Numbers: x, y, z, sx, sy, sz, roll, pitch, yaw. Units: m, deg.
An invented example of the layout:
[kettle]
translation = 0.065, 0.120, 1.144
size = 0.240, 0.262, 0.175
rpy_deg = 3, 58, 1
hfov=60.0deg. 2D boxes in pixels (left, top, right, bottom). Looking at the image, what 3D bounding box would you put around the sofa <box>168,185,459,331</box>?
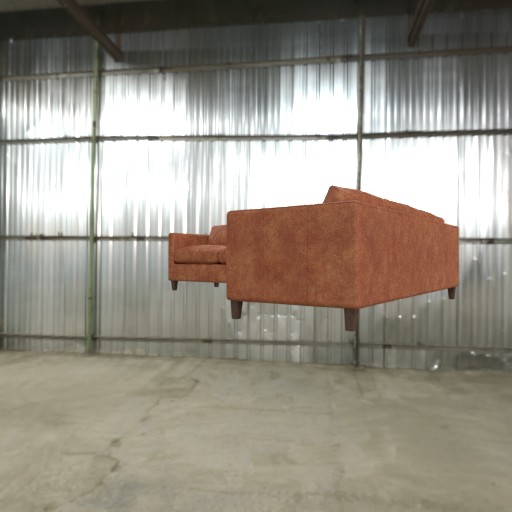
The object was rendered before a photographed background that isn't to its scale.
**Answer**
[sofa]
translation = 0.000, 0.000, 4.266
size = 3.167, 0.838, 2.438
rpy_deg = 0, 0, 36
